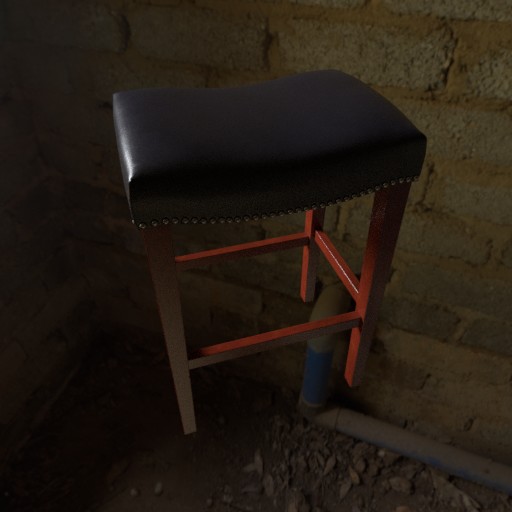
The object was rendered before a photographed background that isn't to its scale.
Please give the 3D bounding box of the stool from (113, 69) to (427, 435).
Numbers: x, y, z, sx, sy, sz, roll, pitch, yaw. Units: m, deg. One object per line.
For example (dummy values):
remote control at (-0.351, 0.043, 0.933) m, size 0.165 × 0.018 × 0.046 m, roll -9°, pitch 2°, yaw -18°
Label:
stool at (0.000, 0.000, 1.033) m, size 0.504 × 0.742 × 0.372 m, roll -11°, pitch 42°, yaw -13°
